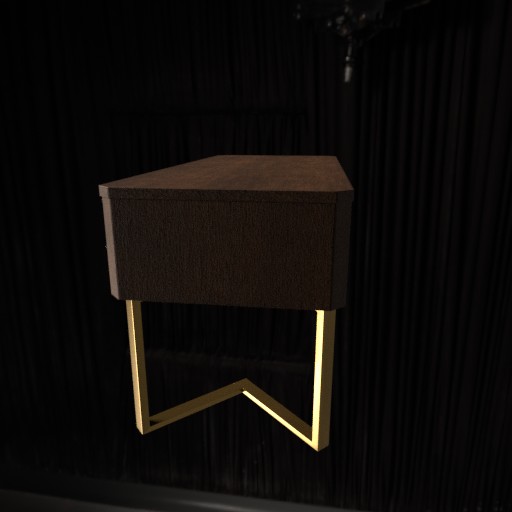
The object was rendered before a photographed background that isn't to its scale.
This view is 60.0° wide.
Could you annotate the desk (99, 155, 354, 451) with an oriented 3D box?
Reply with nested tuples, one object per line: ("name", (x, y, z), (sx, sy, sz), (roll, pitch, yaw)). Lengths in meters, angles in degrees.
("desk", (0.000, 0.000, 1.904), (0.684, 0.762, 1.479), (2, 16, 8))
